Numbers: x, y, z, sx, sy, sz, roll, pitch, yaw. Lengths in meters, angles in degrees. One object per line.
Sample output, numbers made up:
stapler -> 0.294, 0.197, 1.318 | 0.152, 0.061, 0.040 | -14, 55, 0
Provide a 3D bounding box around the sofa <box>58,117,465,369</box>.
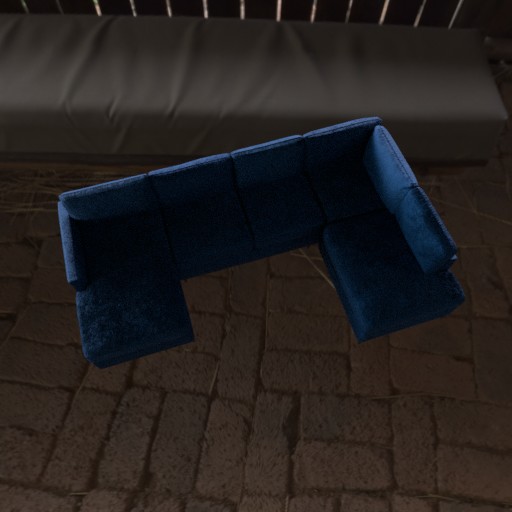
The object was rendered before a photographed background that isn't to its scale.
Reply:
sofa -> 0.000, 0.000, 4.277 | 3.434, 0.992, 2.055 | -16, 64, -8
